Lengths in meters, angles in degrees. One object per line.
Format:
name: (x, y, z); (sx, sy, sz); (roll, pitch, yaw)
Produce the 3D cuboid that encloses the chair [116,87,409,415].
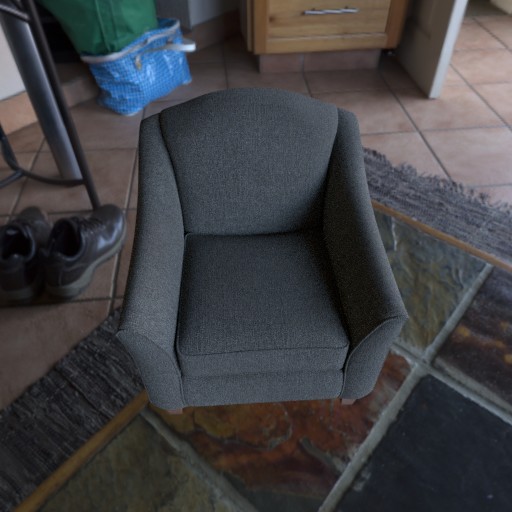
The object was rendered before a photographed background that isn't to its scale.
chair: (0.000, 0.000, 1.484); (0.763, 0.839, 0.787); (-3, 46, -2)
